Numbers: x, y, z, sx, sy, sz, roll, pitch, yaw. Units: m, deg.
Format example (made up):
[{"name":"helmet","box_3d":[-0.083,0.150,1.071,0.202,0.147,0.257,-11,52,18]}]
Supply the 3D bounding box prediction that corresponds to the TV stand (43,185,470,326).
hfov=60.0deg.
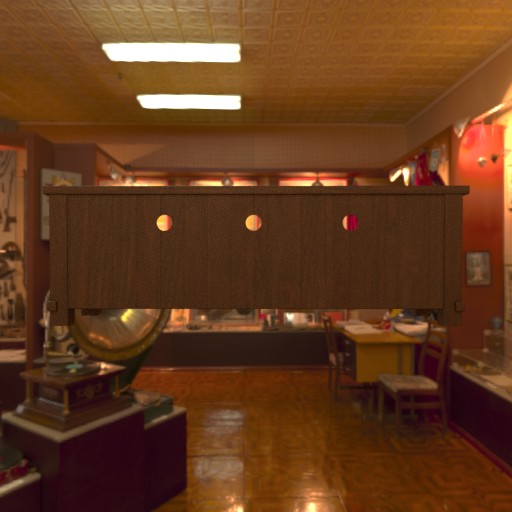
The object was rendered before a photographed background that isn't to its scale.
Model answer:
[{"name":"TV stand","box_3d":[0.000,0.000,2.165,1.866,0.615,0.471,0,0,0]}]
